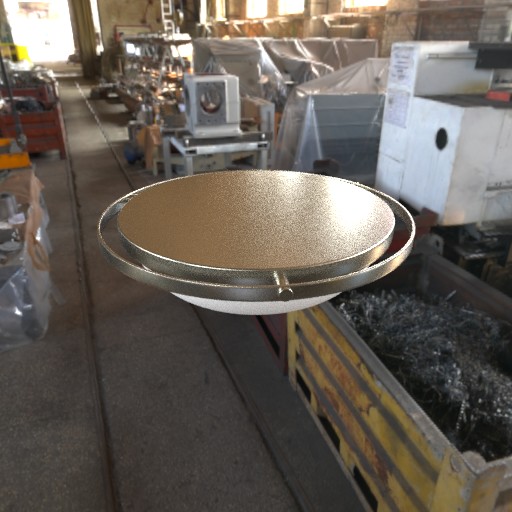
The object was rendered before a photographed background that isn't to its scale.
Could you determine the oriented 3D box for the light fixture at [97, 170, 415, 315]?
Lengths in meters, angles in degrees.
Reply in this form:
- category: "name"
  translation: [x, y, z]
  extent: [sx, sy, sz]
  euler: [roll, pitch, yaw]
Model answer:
- category: "light fixture"
  translation: [0.000, 0.000, 0.554]
  extent: [0.361, 0.130, 0.361]
  euler: [0, 26, 0]
